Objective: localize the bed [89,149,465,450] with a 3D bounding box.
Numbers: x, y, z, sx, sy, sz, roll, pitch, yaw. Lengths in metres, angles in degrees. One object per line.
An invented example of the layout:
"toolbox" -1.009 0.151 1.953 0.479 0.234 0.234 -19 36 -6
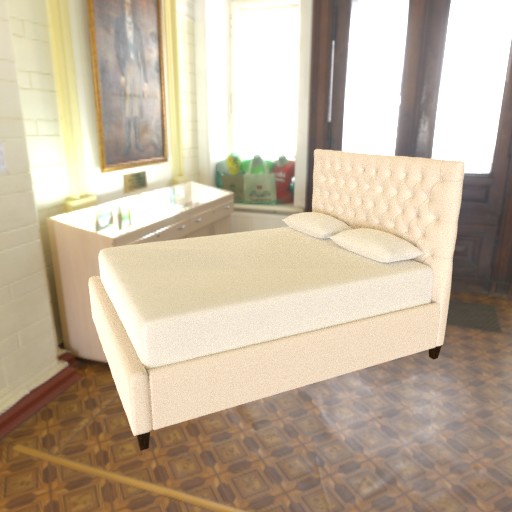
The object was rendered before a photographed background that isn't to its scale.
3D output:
"bed" 0.000 0.000 3.292 2.233 1.426 1.696 -8 18 -25
